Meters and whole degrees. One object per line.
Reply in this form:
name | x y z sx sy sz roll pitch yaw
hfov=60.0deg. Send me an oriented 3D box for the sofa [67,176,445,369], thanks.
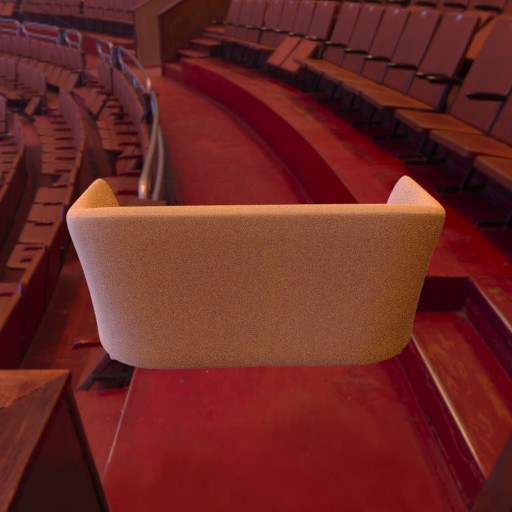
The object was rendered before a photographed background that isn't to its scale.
sofa | 0.000 0.000 1.856 1.452 0.721 0.705 -1 30 -1
